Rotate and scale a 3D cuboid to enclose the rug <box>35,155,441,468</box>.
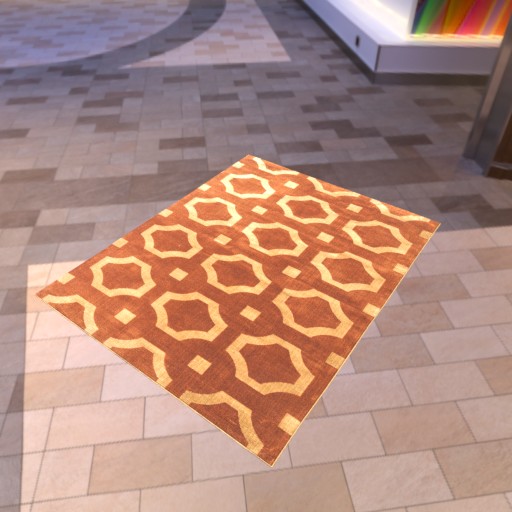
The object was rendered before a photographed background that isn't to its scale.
[{"bbox_3d":[0.000,0.000,4.162,2.466,0.021,3.049,26,47,26],"label":"rug"}]
